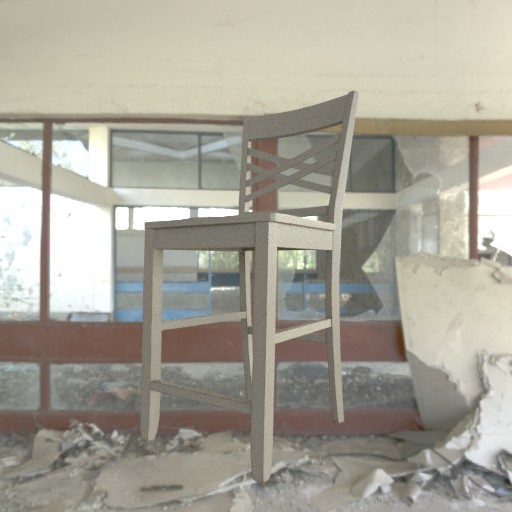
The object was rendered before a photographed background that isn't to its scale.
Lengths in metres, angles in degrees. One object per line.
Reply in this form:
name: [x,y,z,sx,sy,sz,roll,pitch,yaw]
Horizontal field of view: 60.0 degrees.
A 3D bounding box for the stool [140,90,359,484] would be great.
stool: [0.000,0.000,1.375,0.462,1.079,0.539,0,-1,36]
